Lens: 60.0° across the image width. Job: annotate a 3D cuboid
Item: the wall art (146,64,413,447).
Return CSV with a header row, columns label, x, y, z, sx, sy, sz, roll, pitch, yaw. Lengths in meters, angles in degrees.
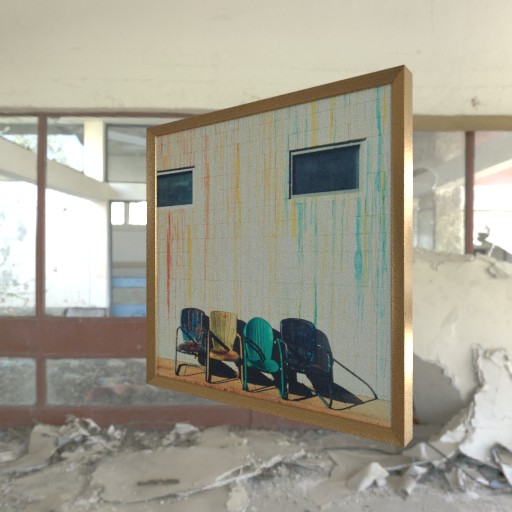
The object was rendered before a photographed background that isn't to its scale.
label,x,y,z,sx,sy,sz,roll,pitch,yaw
wall art,0.000,0.000,0.744,0.505,0.505,0.037,0,0,35
